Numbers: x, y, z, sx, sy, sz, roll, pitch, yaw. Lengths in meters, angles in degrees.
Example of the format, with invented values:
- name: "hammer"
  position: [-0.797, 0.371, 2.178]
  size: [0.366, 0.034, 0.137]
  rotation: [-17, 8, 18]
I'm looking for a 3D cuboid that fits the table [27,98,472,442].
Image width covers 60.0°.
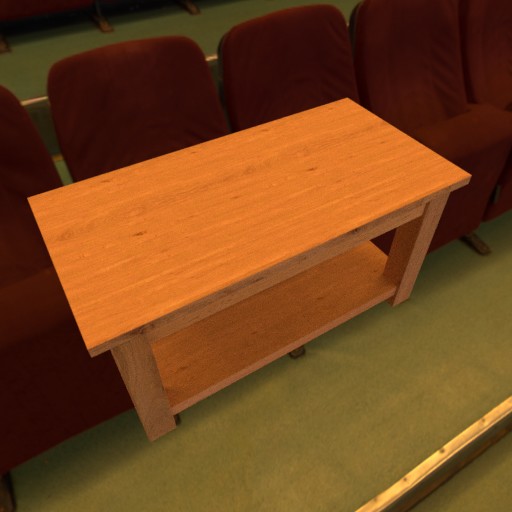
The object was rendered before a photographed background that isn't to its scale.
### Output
- name: "table"
  position: [0.000, 0.000, 1.161]
  size: [0.899, 0.452, 0.450]
  rotation: [-24, 50, -21]
